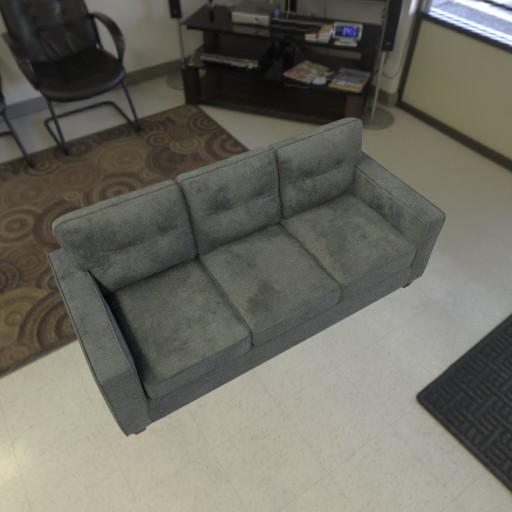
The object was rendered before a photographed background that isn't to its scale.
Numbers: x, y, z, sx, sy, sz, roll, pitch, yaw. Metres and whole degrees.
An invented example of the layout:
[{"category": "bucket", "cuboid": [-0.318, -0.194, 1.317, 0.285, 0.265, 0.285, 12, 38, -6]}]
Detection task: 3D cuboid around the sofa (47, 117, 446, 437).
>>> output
[{"category": "sofa", "cuboid": [0.000, 0.000, 2.634, 2.133, 0.965, 0.939, -24, 51, -21]}]
